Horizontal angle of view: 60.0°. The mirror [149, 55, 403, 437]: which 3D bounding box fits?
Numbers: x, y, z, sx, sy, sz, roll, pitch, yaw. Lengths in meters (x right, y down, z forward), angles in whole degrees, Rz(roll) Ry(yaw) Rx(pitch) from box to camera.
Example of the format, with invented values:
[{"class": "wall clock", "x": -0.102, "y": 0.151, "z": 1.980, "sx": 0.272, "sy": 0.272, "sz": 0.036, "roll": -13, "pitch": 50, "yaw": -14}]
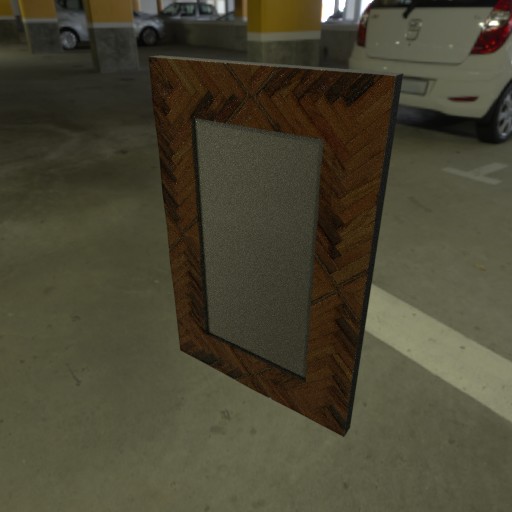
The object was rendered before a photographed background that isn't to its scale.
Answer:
[{"class": "mirror", "x": 0.000, "y": 0.000, "z": 1.141, "sx": 0.606, "sy": 0.912, "sz": 0.044, "roll": 19, "pitch": 34, "yaw": 30}]
